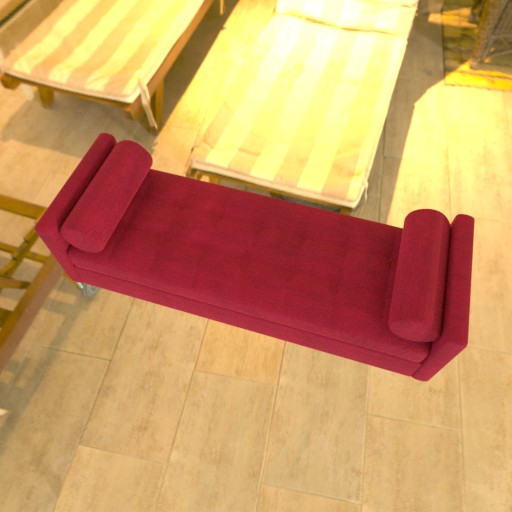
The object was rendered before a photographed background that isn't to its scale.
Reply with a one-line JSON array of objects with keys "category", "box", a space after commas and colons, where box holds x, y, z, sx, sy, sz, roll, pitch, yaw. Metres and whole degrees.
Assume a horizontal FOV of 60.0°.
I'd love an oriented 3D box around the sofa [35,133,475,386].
[{"category": "sofa", "box": [0.000, 0.000, 2.344, 1.981, 0.635, 0.686, 15, 59, 9]}]
